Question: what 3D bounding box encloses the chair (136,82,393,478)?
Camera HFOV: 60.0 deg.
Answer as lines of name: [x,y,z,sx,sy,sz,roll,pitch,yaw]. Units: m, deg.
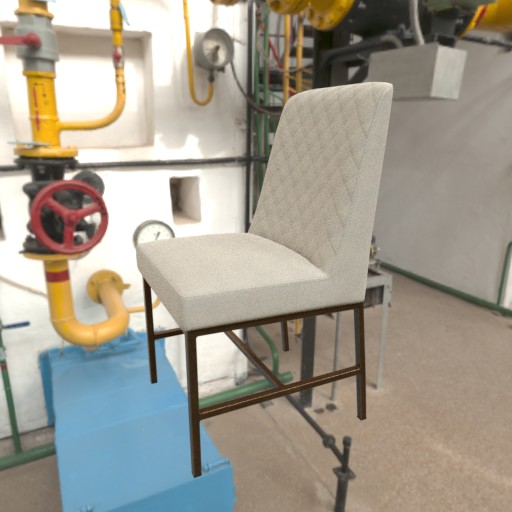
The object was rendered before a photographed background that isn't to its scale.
chair: [0.000,0.000,1.273,0.597,0.933,0.503,-8,18,-24]
